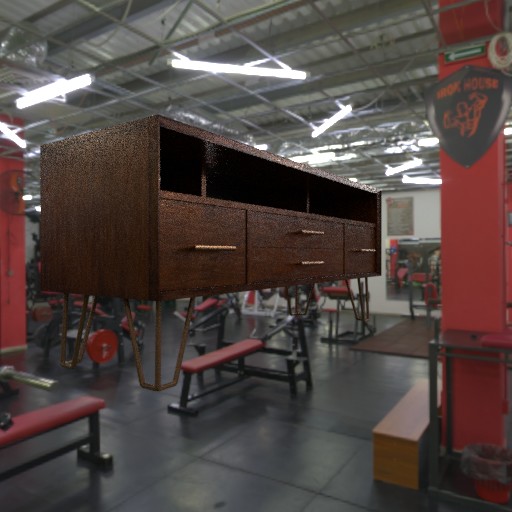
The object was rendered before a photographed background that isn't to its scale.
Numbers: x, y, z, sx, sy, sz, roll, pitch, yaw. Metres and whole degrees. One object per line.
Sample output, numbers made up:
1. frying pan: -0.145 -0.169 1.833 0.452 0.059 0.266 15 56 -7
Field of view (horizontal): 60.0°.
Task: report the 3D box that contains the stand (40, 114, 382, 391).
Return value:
1. stand: 0.000 0.000 1.637 0.481 0.610 1.372 0 0 35
